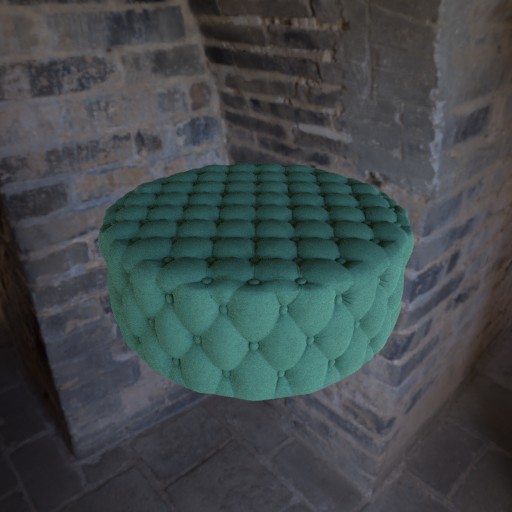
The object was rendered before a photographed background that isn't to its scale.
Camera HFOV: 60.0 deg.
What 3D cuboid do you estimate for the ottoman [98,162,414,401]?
[{"bbox_3d":[0.000,0.000,1.527,0.998,0.399,0.998,0,29,0],"label":"ottoman"}]
